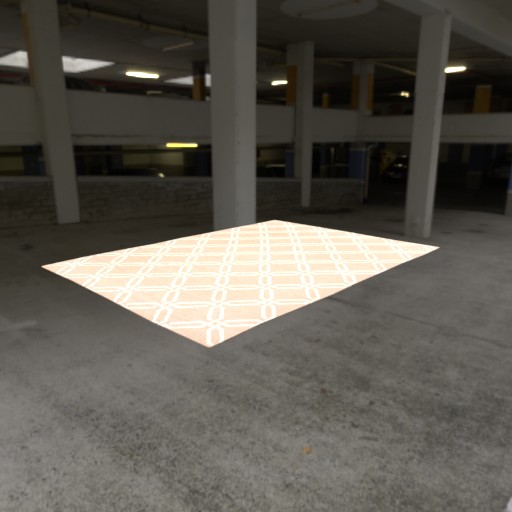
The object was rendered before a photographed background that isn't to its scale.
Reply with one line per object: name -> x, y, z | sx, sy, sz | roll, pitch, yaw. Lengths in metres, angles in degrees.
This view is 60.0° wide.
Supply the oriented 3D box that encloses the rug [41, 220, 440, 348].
rug -> 0.000, 0.000, 4.538 | 2.452, 0.020, 3.365 | 14, 20, 42
